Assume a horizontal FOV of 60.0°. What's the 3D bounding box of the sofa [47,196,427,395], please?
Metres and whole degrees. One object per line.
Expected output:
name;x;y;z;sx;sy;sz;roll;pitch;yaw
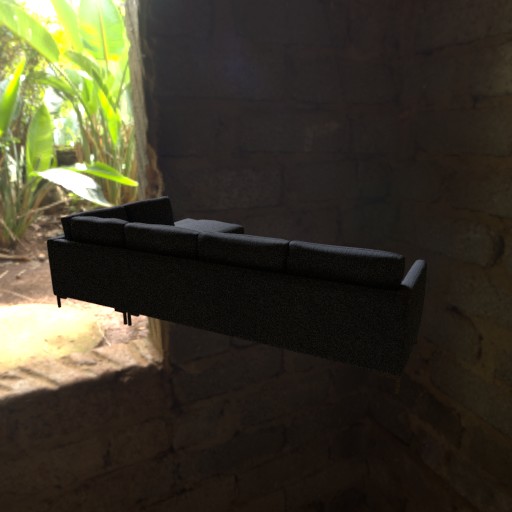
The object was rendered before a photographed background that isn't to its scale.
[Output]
sofa;0.000;0.000;3.934;2.949;0.815;2.007;8;18;26
